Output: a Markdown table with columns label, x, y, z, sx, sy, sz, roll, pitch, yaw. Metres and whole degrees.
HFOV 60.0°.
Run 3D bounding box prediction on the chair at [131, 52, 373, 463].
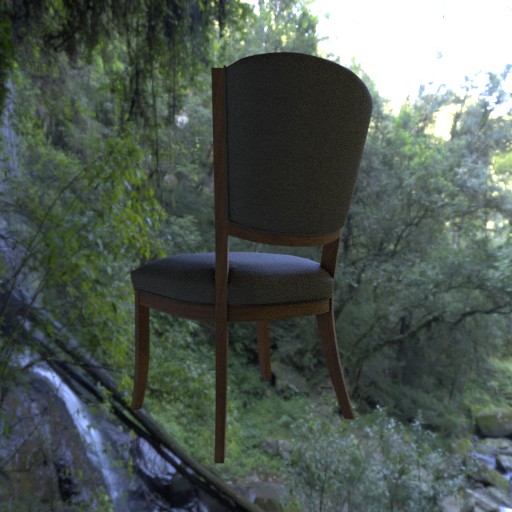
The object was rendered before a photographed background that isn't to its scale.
| label | x | y | z | sx | sy | sz | roll | pitch | yaw |
| --- | --- | --- | --- | --- | --- | --- | --- | --- | --- |
| chair | 0.000 | 0.000 | 1.233 | 0.513 | 0.905 | 0.584 | -1 | 1 | -36 |
